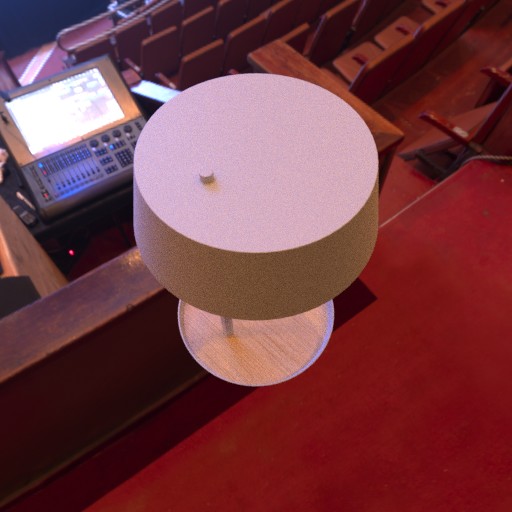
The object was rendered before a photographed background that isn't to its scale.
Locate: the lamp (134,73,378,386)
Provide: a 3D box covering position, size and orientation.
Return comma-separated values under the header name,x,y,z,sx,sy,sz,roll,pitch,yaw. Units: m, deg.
name,x,y,z,sx,sy,sz,roll,pitch,yaw
lamp,0.000,0.000,0.625,0.291,0.429,0.291,0,58,0
